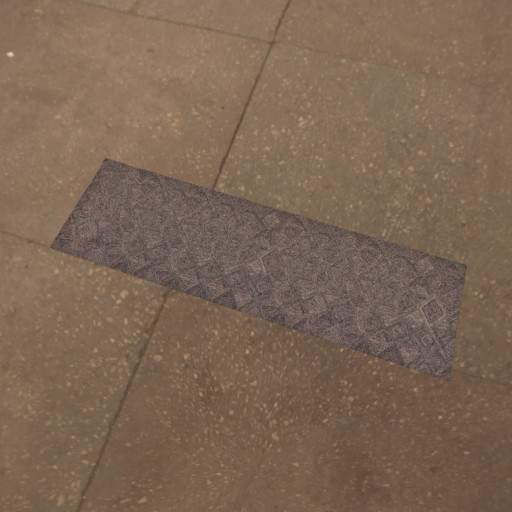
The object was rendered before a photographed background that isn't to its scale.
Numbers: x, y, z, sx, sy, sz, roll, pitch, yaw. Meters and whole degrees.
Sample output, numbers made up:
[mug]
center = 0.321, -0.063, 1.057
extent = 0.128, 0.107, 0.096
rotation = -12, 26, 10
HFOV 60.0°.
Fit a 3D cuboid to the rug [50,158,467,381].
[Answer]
[rug]
center = 0.000, 0.000, 2.536
extent = 2.296, 0.011, 0.691
rotation = 17, 65, 8
